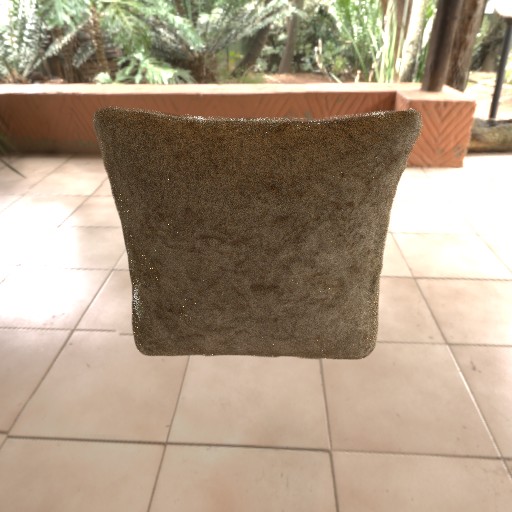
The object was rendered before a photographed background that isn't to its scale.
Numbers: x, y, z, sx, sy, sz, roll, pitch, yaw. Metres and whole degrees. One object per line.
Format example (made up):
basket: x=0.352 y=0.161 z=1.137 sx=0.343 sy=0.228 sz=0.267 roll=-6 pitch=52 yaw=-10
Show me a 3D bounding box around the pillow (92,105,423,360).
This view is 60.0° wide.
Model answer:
pillow: x=0.000 y=0.000 z=0.817 sx=0.538 sy=0.525 sz=0.216 roll=1 pitch=29 yaw=2
